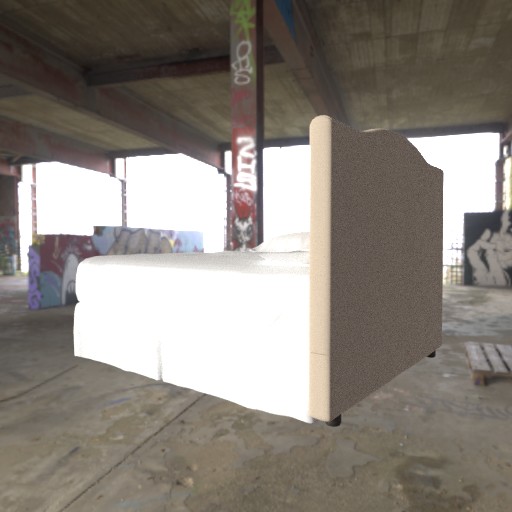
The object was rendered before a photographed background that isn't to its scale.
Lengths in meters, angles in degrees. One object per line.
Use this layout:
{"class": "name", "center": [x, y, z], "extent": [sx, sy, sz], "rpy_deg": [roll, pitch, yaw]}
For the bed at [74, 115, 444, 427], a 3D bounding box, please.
{"class": "bed", "center": [0.000, 0.000, 3.199], "extent": [2.143, 1.460, 1.753], "rpy_deg": [1, 2, 37]}
